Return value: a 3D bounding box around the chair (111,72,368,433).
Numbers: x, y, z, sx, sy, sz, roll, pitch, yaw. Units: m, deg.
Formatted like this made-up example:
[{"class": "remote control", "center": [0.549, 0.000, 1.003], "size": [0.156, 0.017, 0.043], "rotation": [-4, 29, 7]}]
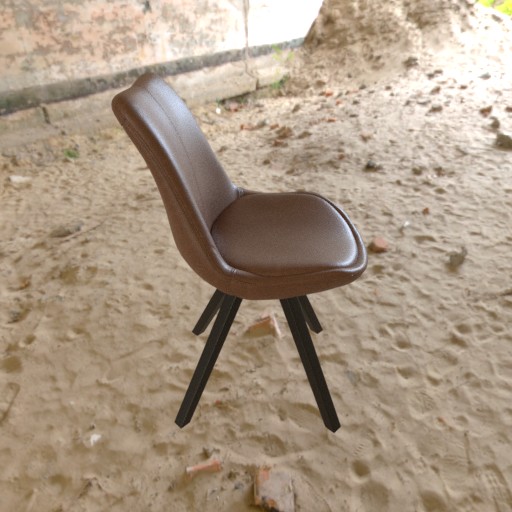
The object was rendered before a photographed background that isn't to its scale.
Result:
[{"class": "chair", "center": [0.000, 0.000, 1.147], "size": [0.550, 0.850, 0.475], "rotation": [0, 32, 0]}]
